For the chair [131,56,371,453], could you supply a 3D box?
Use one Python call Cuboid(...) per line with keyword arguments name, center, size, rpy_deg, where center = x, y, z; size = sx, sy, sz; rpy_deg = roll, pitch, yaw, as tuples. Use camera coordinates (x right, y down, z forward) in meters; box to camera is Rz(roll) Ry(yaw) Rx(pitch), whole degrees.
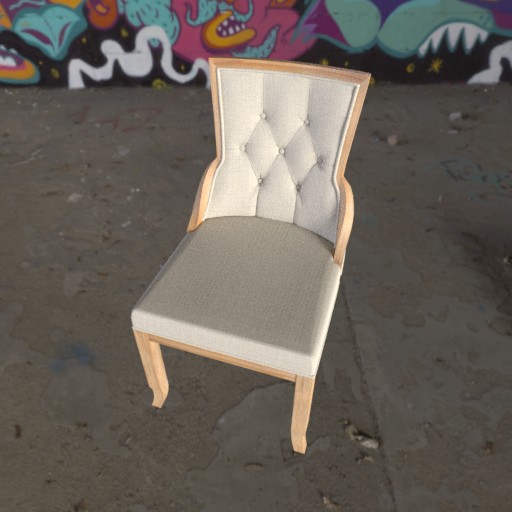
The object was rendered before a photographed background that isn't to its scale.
Cuboid(name="chair", center=(0.000, 0.000, 1.339), size=(0.524, 0.947, 0.641), rpy_deg=(12, 43, 14))
